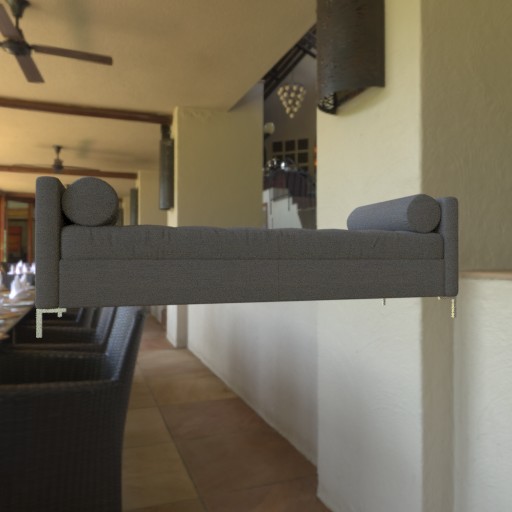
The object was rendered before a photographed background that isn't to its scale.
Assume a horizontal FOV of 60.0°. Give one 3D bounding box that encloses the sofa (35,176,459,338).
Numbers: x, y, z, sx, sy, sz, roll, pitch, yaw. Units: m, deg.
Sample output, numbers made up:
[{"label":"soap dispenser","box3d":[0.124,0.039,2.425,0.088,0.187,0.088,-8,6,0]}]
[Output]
[{"label":"sofa","box3d":[0.000,0.000,2.308,1.981,0.635,0.686,0,0,-17]}]
